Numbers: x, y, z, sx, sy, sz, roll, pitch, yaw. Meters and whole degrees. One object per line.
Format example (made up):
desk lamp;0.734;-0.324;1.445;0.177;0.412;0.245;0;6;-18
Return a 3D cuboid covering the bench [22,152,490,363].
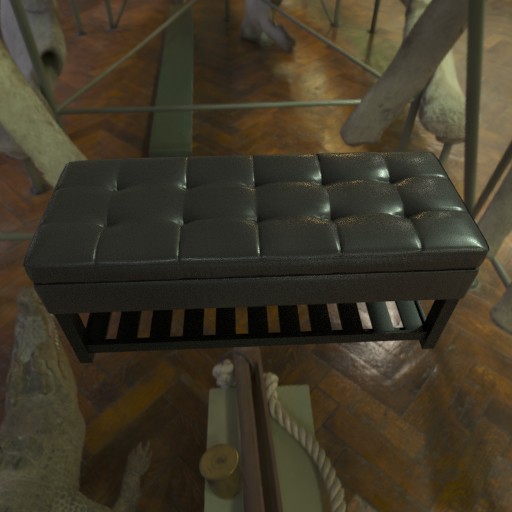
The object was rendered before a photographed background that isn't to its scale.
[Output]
bench;0.000;0.000;1.323;1.105;0.460;0.432;-2;46;-2
